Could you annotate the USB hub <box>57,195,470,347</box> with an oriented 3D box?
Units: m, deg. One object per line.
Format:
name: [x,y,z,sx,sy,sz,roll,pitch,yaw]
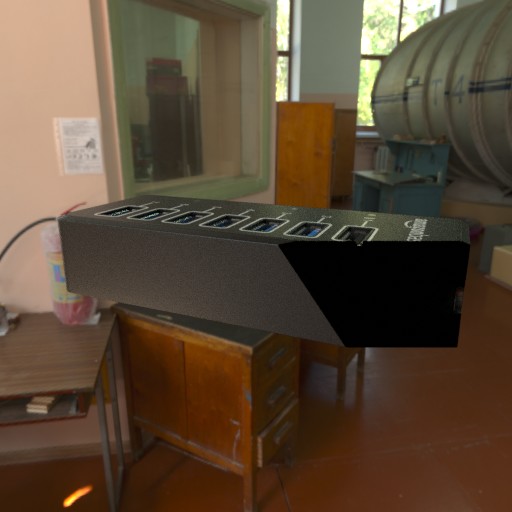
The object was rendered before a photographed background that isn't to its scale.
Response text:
USB hub: [0.000,0.000,0.128,0.110,0.023,0.044,7,18,23]
